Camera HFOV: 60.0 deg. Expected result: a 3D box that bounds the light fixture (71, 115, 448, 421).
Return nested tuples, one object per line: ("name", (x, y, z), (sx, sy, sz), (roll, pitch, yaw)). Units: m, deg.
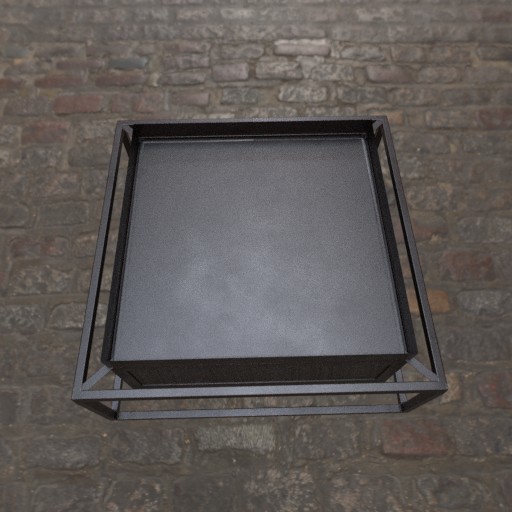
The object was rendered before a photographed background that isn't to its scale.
("light fixture", (0.000, 0.000, 0.679), (0.441, 0.191, 0.441), (-1, 62, -1))
